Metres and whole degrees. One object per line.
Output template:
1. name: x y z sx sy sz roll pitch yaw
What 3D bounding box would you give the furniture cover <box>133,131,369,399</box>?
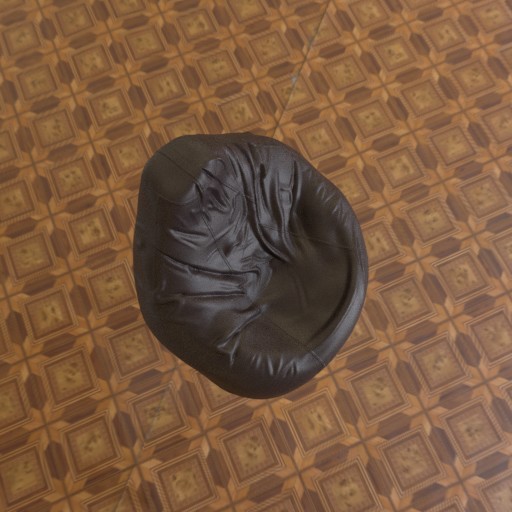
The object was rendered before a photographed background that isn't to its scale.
1. furniture cover: 0.000 0.000 1.882 1.070 0.990 1.070 33 77 9
